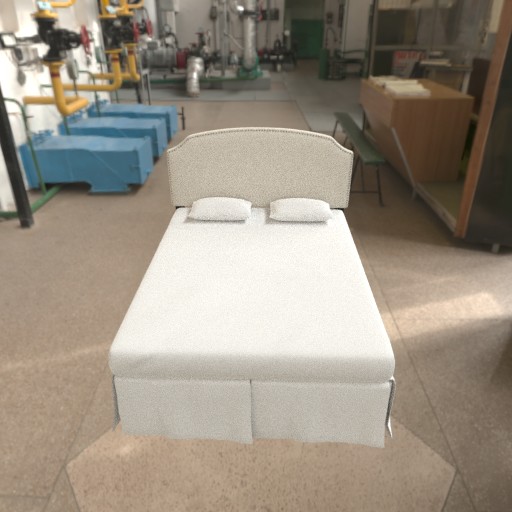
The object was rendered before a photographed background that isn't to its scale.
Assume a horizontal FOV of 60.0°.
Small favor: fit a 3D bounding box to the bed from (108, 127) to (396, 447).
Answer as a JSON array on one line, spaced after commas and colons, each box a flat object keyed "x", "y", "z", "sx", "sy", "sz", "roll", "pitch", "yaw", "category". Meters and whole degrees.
[{"x": 0.000, "y": 0.000, "z": 2.990, "sx": 1.558, "sy": 1.270, "sz": 1.999, "roll": 1, "pitch": 29, "yaw": 2, "category": "bed"}]
